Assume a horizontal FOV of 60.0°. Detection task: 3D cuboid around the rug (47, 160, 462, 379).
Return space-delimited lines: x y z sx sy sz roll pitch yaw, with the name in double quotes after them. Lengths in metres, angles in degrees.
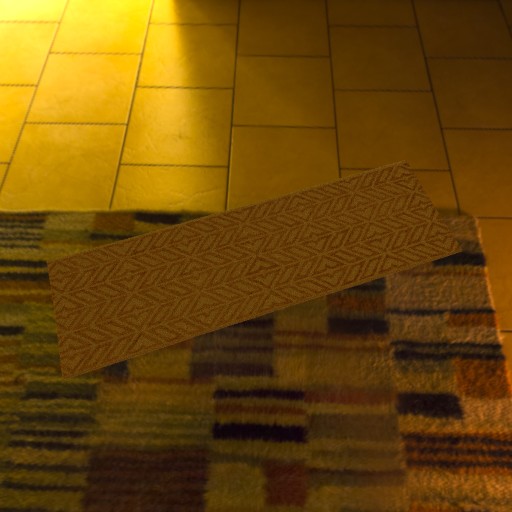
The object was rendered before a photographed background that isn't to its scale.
0.000 0.000 2.713 2.435 0.009 0.750 -17 64 -9 "rug"
